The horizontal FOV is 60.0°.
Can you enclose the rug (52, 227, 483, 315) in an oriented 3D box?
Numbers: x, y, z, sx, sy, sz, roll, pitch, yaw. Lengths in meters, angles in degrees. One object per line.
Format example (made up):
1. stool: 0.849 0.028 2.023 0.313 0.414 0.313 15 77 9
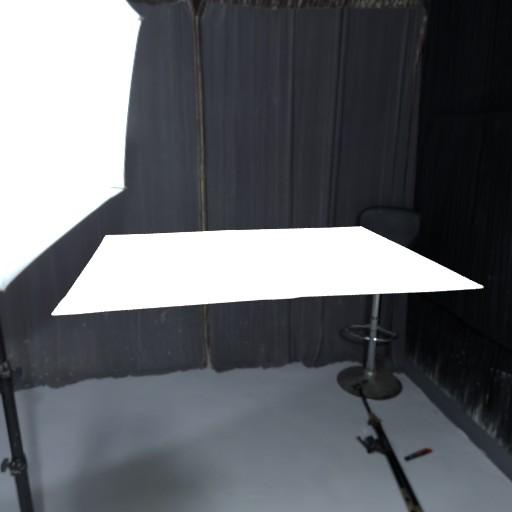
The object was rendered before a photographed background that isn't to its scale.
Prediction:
1. rug: 0.000 0.000 5.131 3.778 0.053 2.873 -3 15 -9
